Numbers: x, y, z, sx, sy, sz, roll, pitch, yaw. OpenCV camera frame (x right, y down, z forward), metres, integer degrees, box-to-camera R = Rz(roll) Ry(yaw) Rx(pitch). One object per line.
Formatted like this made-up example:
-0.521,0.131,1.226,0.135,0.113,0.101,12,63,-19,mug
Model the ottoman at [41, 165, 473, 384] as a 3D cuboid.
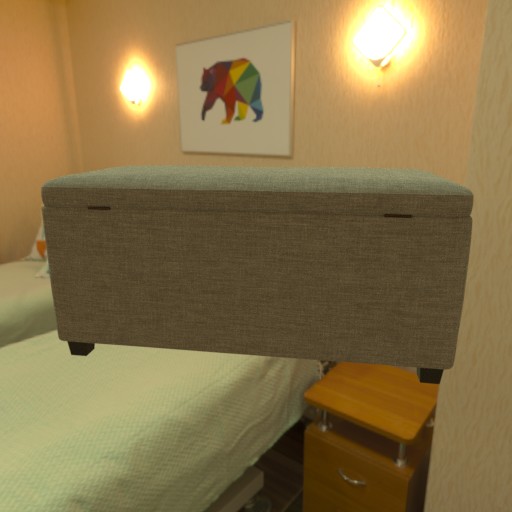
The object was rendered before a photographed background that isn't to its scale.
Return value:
0.000,0.000,1.112,0.902,0.432,0.419,2,16,8,ottoman
